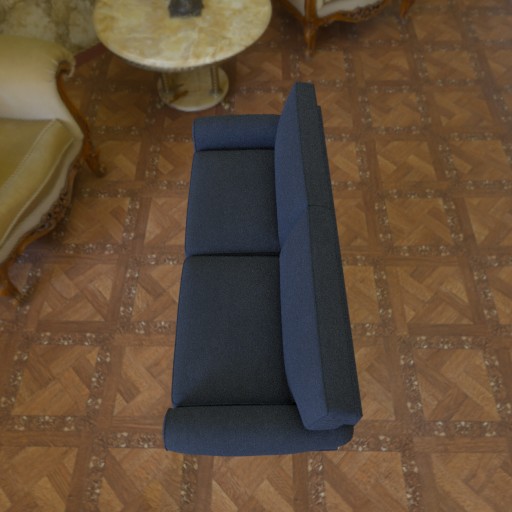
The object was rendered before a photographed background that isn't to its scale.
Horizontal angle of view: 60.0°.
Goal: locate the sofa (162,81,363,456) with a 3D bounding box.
[{"bbox_3d":[0.000,0.000,2.848,0.954,1.026,2.391,-1,57,0],"label":"sofa"}]
